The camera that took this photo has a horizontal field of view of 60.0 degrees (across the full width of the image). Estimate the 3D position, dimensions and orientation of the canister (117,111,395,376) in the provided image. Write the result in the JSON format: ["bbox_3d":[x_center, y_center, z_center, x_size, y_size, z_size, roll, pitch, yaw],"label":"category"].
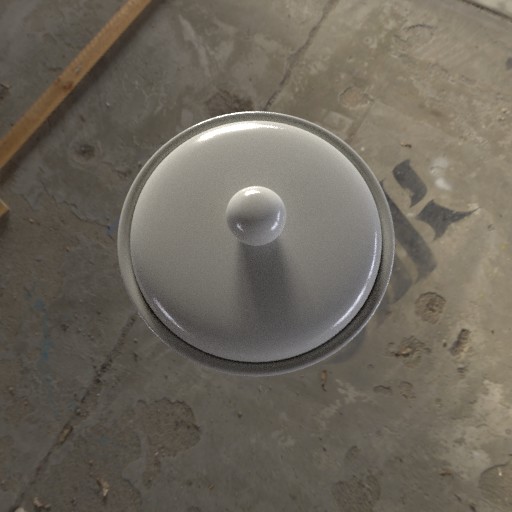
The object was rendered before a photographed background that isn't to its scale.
[{"bbox_3d":[0.000,0.000,0.347,0.182,0.208,0.182,0,75,0],"label":"canister"}]
